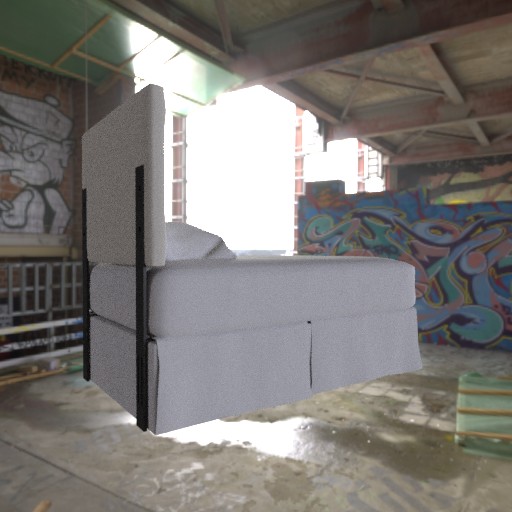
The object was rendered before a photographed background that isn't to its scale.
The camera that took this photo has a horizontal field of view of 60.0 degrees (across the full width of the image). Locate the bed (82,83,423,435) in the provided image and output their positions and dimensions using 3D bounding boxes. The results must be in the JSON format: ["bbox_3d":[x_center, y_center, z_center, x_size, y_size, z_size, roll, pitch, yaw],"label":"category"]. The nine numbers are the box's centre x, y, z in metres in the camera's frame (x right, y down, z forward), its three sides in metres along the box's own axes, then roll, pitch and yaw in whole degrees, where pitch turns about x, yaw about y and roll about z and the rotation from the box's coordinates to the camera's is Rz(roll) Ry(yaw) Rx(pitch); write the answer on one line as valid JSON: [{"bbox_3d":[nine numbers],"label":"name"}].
[{"bbox_3d":[0.000,0.000,2.986,1.997,1.571,1.261,-1,1,-36],"label":"bed"}]
